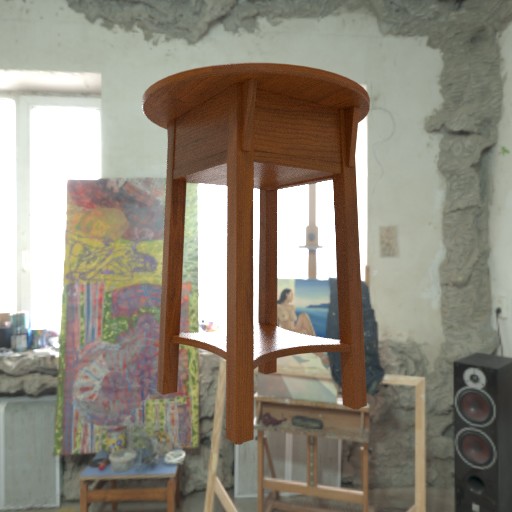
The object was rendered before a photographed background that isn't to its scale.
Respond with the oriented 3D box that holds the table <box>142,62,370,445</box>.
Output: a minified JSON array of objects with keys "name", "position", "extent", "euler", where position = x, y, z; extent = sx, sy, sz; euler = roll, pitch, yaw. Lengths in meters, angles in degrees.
[{"name":"table","position":[0.000,0.000,0.922],"extent":[0.457,0.610,0.457],"euler":[0,1,0]}]
